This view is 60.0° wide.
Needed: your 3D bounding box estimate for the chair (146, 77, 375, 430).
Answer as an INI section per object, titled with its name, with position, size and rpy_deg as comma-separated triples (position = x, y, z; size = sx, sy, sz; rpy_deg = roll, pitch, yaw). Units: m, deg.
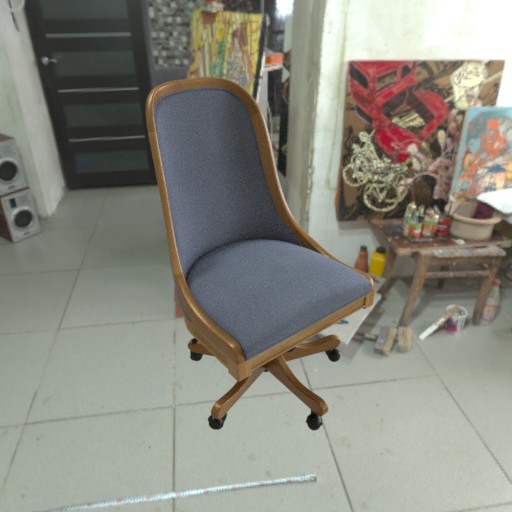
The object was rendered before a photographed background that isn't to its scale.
[chair]
position = 0.000, 0.000, 1.487
size = 0.605, 1.031, 0.735
rpy_deg = -22, 37, -32
